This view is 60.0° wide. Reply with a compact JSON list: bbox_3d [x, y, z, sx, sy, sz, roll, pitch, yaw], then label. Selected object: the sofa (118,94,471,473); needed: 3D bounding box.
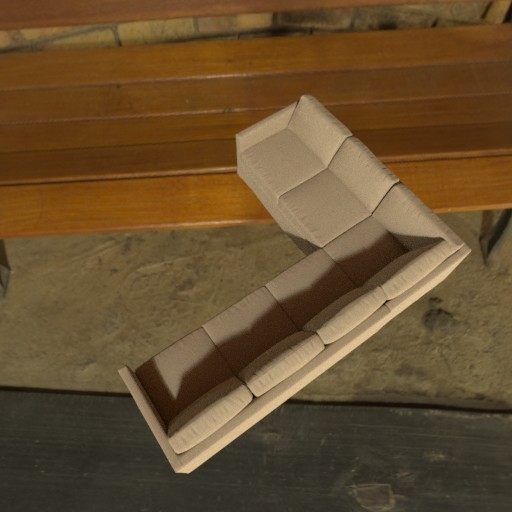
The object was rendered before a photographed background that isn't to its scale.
[{"bbox_3d":[0.000,0.000,4.314,3.182,0.871,2.432,-32,68,-15],"label":"sofa"}]
